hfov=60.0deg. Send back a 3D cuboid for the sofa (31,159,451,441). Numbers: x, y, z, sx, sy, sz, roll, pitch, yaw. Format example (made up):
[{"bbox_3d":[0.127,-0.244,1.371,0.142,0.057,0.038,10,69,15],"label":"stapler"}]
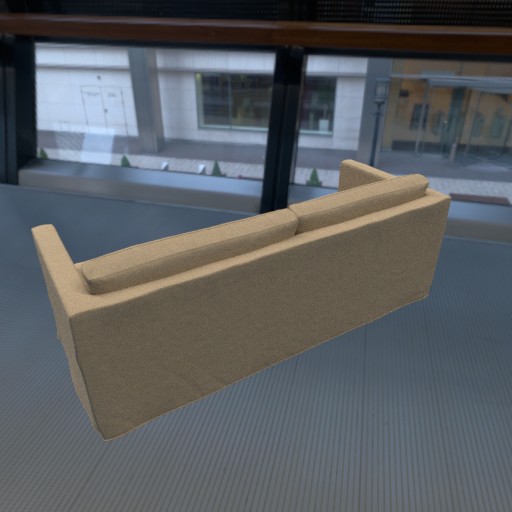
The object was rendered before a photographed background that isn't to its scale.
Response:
[{"bbox_3d":[0.000,0.000,2.690,2.312,0.853,0.962,-17,34,-28],"label":"sofa"}]
